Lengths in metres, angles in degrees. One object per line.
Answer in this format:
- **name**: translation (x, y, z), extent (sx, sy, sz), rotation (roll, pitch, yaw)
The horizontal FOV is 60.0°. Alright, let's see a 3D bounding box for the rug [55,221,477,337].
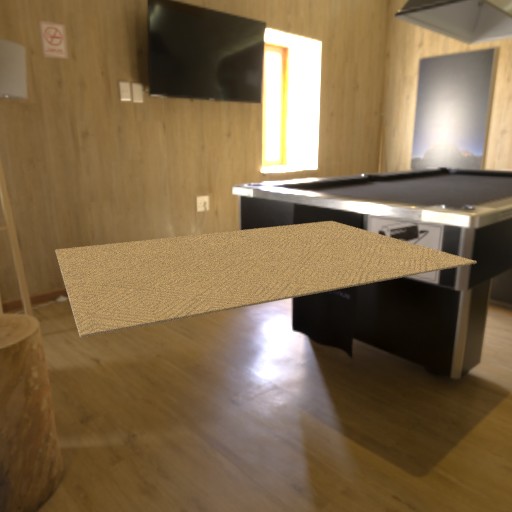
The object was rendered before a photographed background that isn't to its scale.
- **rug**: translation (0.000, 0.000, 2.191), extent (1.753, 0.008, 1.143), rotation (-8, 17, -26)
